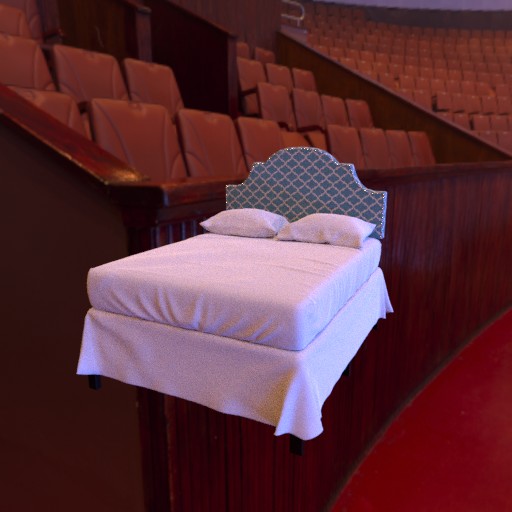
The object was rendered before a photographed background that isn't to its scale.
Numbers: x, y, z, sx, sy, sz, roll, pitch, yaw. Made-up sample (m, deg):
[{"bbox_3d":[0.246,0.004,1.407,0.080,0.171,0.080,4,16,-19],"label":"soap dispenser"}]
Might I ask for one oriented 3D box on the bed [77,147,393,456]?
[{"bbox_3d":[0.000,0.000,3.405,1.780,1.633,2.222,7,15,26],"label":"bed"}]
